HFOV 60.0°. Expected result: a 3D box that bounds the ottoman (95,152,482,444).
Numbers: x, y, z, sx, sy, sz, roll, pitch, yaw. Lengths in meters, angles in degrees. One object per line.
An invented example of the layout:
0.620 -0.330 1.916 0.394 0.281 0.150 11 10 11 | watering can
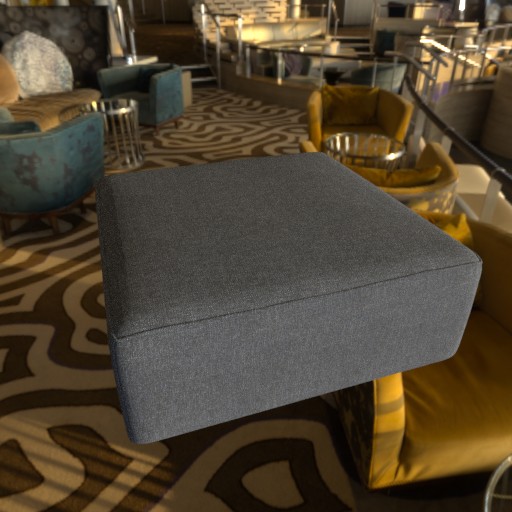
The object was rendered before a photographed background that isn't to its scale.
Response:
0.000 0.000 1.529 1.000 0.439 1.000 -10 32 -16 | ottoman
